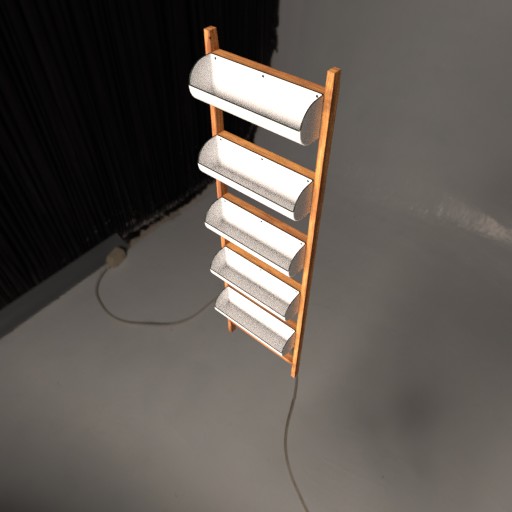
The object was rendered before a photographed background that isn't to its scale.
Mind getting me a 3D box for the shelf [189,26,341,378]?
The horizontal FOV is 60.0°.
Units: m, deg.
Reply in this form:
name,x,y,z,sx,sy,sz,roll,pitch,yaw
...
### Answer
name,x,y,z,sx,sy,sz,roll,pitch,yaw
shelf,0.000,0.000,1.775,0.454,1.600,0.141,31,54,25
